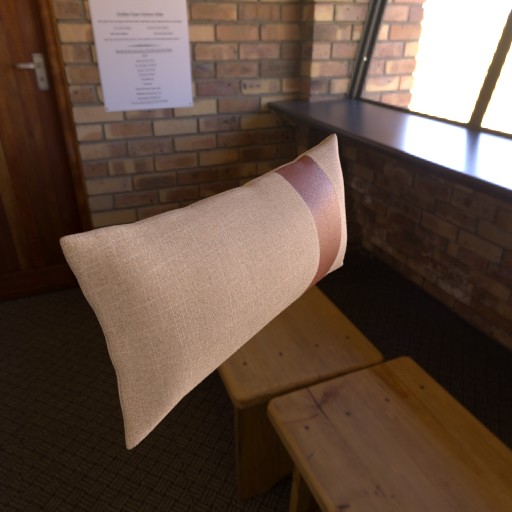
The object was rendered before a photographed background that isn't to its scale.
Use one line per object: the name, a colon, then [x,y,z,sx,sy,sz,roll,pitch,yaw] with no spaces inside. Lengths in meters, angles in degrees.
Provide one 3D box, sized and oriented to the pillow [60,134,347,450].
pillow: [0.000,0.000,0.722,0.155,0.282,0.612,18,33,31]
